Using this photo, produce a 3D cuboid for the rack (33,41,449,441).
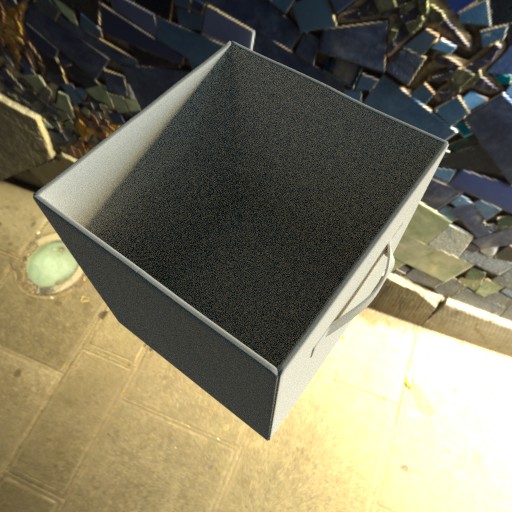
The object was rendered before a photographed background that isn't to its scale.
[{"bbox_3d":[0.000,0.000,0.498,0.270,0.280,0.270,33,64,18],"label":"rack"}]
